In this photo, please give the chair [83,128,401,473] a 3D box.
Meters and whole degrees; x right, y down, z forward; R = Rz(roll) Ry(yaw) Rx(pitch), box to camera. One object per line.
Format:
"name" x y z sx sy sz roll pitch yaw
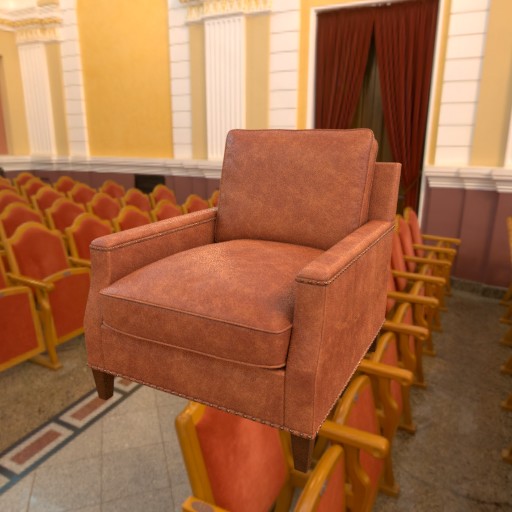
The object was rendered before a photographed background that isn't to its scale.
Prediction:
"chair" 0.000 0.000 1.687 0.853 0.943 1.014 8 17 27
